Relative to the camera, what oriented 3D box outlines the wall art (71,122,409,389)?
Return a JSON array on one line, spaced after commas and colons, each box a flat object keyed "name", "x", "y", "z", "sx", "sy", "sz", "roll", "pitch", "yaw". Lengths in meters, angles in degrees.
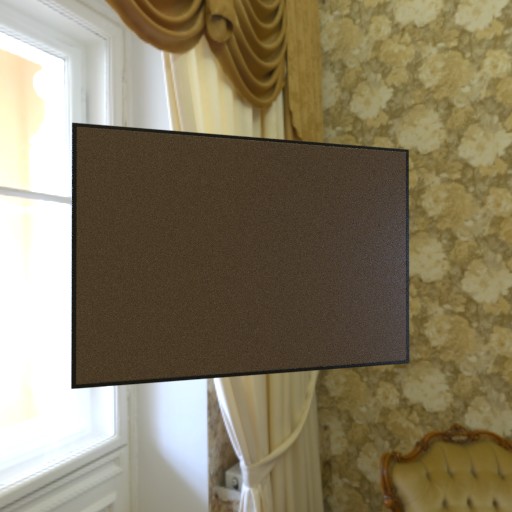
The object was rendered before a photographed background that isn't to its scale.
[{"name": "wall art", "x": 0.000, "y": 0.000, "z": 1.222, "sx": 0.939, "sy": 0.640, "sz": 0.058, "roll": 0, "pitch": 0, "yaw": -16}]
